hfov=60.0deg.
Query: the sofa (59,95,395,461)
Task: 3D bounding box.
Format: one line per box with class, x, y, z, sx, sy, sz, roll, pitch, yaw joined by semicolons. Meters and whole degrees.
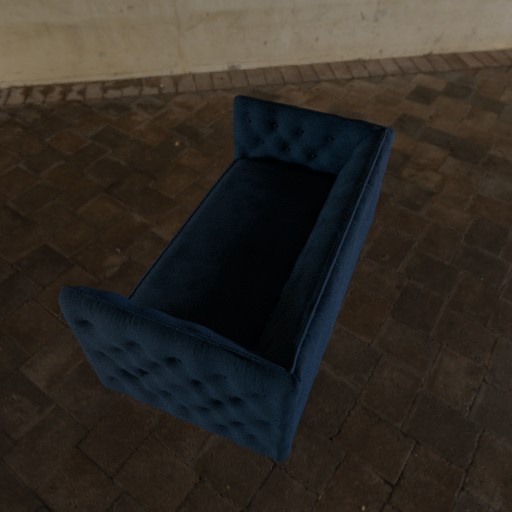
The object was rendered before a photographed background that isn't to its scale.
sofa;0.000;0.000;2.160;0.909;0.810;1.583;17;50;15
